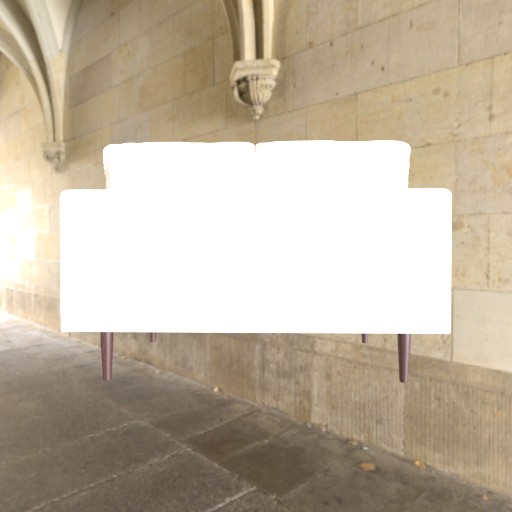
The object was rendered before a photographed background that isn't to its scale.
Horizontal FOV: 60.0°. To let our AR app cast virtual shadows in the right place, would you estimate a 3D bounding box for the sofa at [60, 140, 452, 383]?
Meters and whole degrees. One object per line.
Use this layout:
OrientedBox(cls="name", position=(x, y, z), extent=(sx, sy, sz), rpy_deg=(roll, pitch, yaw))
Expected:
OrientedBox(cls="sofa", position=(0.000, 0.000, 1.989), extent=(1.430, 0.908, 0.796), rpy_deg=(0, 1, 2))
